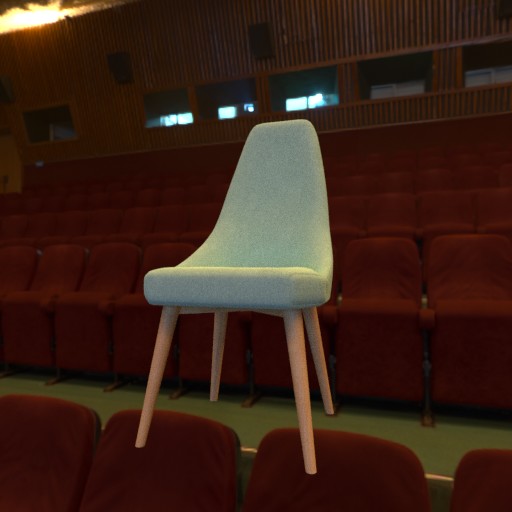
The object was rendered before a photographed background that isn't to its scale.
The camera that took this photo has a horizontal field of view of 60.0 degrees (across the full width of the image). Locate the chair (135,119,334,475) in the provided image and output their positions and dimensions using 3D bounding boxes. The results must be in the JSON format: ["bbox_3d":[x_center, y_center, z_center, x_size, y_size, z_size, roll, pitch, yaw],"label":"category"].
[{"bbox_3d":[0.000,0.000,1.397,0.510,1.040,0.660,0,-1,19],"label":"chair"}]
